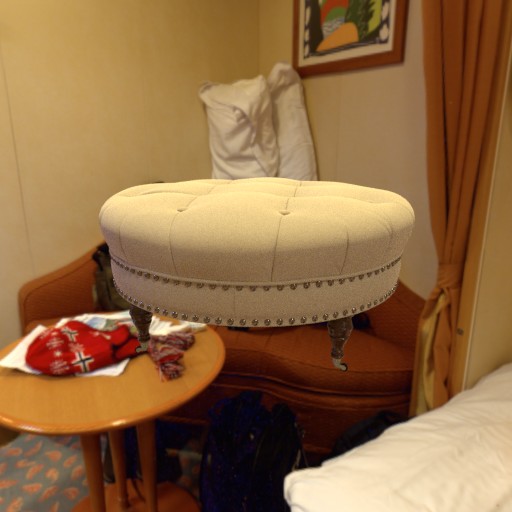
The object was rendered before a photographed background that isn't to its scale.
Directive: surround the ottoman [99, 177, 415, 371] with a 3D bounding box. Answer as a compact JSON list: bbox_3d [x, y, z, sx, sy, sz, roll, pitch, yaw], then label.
[{"bbox_3d":[0.000,0.000,1.368,0.901,0.439,0.901,0,16,0],"label":"ottoman"}]
